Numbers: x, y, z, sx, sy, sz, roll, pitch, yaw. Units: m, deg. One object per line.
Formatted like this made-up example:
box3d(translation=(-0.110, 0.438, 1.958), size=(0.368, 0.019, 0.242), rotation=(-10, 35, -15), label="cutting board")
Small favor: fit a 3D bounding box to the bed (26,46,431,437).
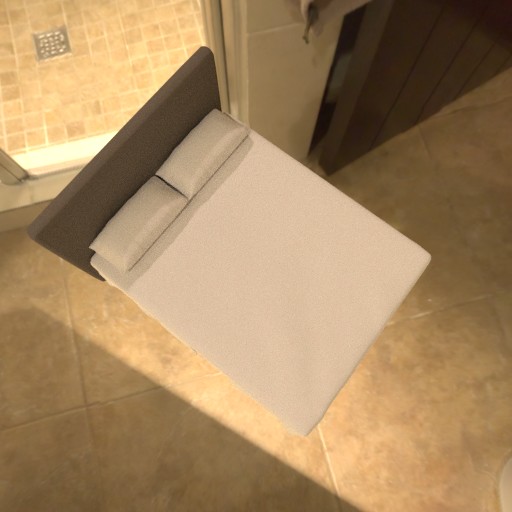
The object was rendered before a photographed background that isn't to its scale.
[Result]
box3d(translation=(0.000, 0.000, 3.203), size=(2.142, 1.330, 1.723), rotation=(37, 78, 9), label="bed")
